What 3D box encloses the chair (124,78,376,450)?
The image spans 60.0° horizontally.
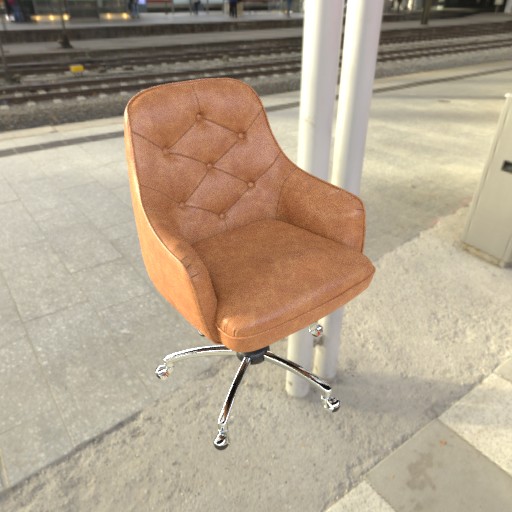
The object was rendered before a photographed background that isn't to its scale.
[{"bbox_3d":[0.000,0.000,1.308,0.628,0.909,0.615,-22,37,-32],"label":"chair"}]
